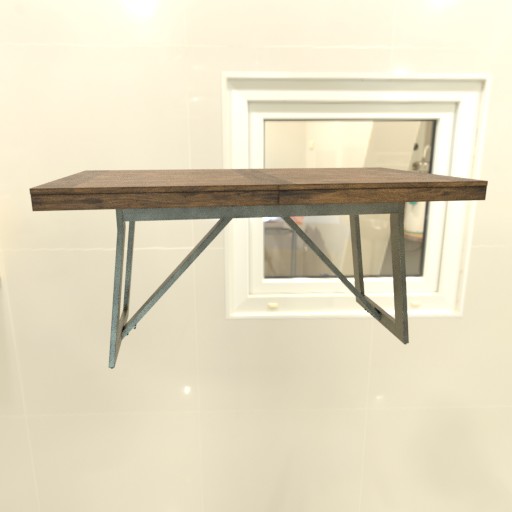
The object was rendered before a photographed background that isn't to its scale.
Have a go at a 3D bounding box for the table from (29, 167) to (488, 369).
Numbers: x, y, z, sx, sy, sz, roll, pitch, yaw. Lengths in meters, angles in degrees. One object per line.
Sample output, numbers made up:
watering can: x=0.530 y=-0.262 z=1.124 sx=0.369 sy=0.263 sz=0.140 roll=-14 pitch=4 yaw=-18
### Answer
table: x=0.000 y=0.000 z=2.099 sx=1.641 sy=0.757 sz=0.931 roll=-3 pitch=15 yaw=-10
